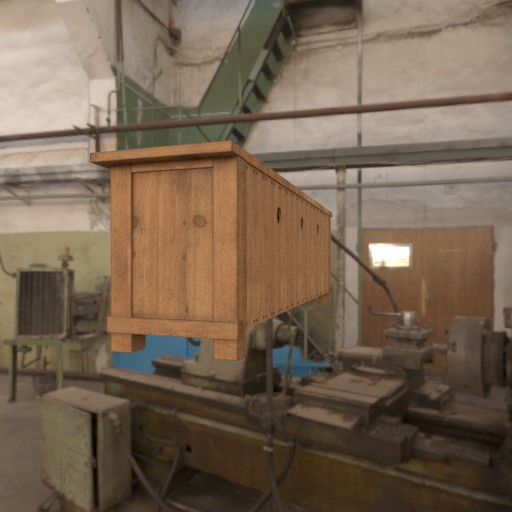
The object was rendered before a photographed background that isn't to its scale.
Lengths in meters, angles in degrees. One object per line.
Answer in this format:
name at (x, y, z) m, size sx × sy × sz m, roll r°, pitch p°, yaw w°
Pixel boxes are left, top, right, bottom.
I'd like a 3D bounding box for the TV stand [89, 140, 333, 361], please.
TV stand at (0.000, 0.000, 2.051) m, size 0.453 × 0.573 × 1.804 m, roll 0°, pitch -1°, yaw 18°
